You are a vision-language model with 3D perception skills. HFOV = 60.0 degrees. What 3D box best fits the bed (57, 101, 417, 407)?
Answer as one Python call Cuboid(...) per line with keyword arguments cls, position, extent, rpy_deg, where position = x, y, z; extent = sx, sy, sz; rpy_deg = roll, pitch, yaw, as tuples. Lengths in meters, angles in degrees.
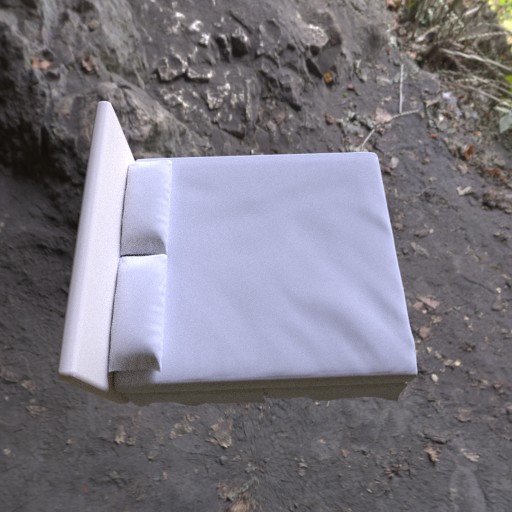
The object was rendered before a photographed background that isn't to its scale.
Cuboid(cls="bed", position=(0.000, 0.000, 3.480), extent=(2.341, 1.317, 2.119), rpy_deg=(-2, 65, -1))
